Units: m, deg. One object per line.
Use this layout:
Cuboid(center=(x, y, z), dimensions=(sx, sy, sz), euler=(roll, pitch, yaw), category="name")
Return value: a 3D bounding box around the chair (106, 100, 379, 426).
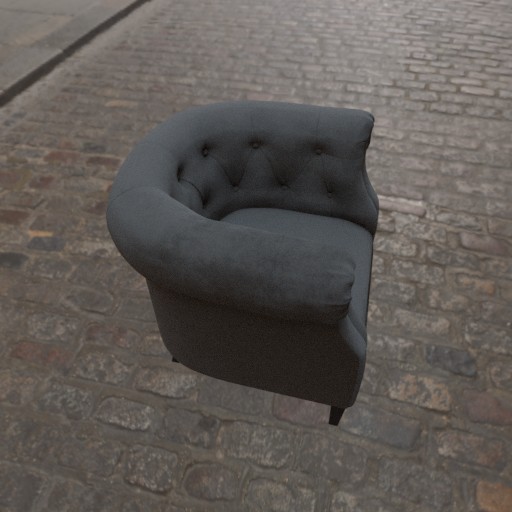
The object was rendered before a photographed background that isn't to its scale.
Cuboid(center=(0.000, 0.000, 1.596), dimensions=(0.851, 0.826, 0.904), euler=(10, 46, 10), category="chair")
